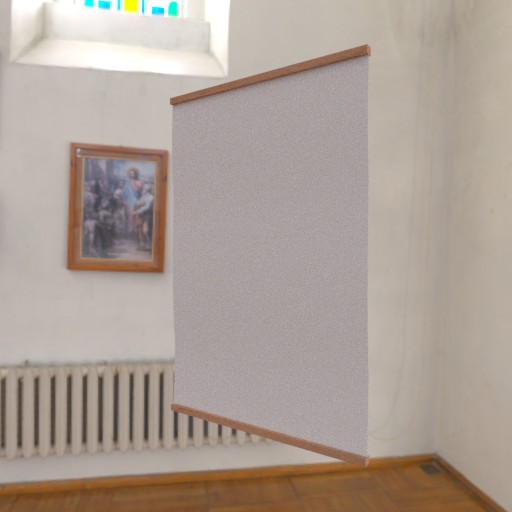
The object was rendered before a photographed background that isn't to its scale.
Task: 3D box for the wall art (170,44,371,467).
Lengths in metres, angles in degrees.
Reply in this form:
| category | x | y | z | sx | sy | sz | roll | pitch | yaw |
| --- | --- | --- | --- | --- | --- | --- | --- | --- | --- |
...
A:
| category | x | y | z | sx | sy | sz | roll | pitch | yaw |
| --- | --- | --- | --- | --- | --- | --- | --- | --- | --- |
| wall art | 0.000 | 0.000 | 0.633 | 0.332 | 0.508 | 0.012 | 1 | 1 | 35 |
